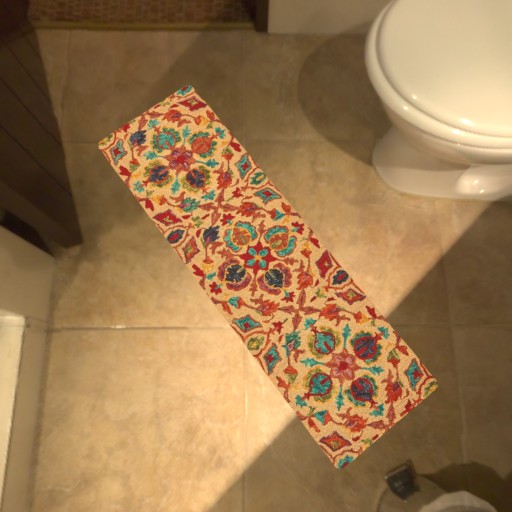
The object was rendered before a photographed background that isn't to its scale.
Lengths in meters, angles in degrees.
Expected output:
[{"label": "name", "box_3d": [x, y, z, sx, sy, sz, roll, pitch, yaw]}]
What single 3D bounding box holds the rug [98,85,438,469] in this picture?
[{"label": "rug", "box_3d": [0.000, 0.000, 2.489, 0.693, 0.016, 2.273, -36, 78, -9]}]
